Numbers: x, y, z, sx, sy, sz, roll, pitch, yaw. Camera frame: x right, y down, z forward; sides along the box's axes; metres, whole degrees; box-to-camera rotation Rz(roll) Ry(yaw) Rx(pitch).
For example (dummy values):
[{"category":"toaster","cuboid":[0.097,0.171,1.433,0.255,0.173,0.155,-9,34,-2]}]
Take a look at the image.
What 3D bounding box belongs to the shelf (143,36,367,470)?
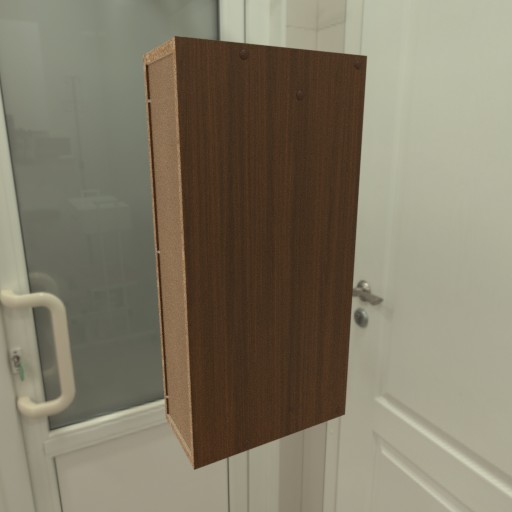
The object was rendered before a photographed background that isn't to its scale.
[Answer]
[{"category":"shelf","cuboid":[0.000,0.000,0.718,0.290,0.600,0.147,-8,17,-27]}]
